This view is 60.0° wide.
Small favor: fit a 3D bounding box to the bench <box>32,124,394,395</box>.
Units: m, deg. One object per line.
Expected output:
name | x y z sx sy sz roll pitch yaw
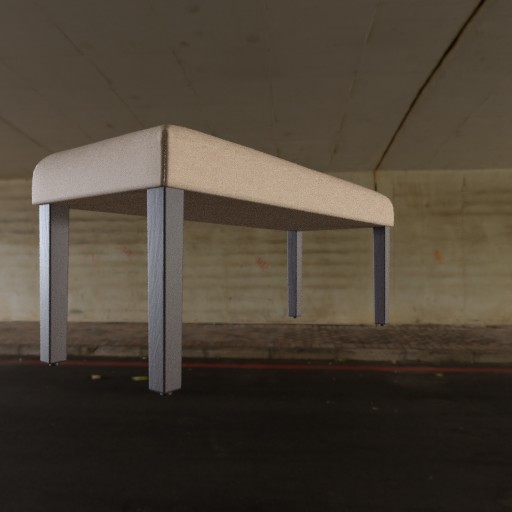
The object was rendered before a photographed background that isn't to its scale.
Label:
bench | 0.000 0.000 1.197 0.407 0.456 1.013 -1 -1 37
